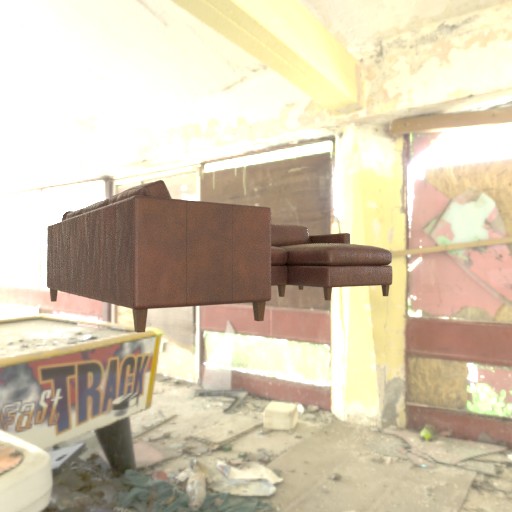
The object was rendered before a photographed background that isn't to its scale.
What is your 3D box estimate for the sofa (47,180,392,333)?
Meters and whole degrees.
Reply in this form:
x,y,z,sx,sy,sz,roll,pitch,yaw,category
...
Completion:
x,y,z,sx,sy,sz,roll,pitch,yaw,category
0.000,0.000,4.321,3.324,0.891,2.452,1,-1,-35,sofa
